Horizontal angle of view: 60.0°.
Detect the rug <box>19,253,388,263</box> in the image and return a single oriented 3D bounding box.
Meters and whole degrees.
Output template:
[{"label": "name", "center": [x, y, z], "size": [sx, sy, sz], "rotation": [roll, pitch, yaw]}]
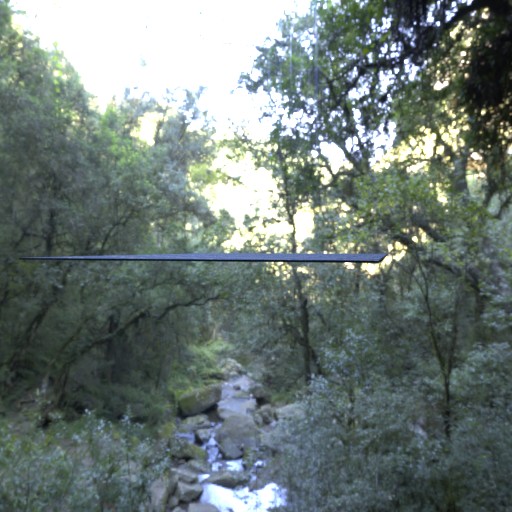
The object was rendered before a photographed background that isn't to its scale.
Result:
[{"label": "rug", "center": [0.000, 0.000, 4.323], "size": [2.432, 0.018, 3.342], "rotation": [0, 1, 17]}]
